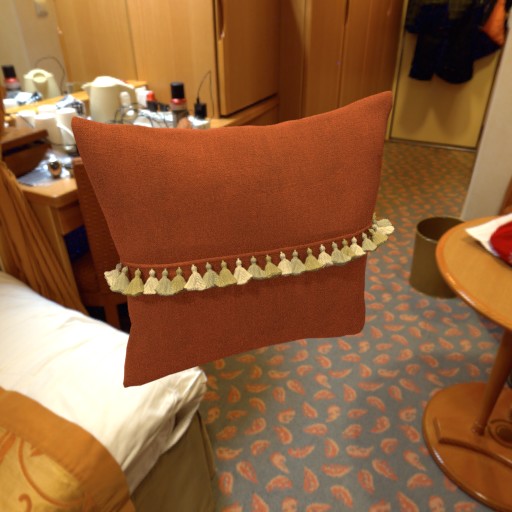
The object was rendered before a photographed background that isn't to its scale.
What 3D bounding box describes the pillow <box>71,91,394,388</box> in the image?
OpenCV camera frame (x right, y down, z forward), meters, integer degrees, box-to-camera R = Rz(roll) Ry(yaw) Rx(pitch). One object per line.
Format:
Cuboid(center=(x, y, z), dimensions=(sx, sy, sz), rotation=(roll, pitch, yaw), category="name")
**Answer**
Cuboid(center=(0.000, 0.000, 0.726), dimensions=(0.490, 0.482, 0.165), rotation=(-10, 33, -16), category="pillow")
